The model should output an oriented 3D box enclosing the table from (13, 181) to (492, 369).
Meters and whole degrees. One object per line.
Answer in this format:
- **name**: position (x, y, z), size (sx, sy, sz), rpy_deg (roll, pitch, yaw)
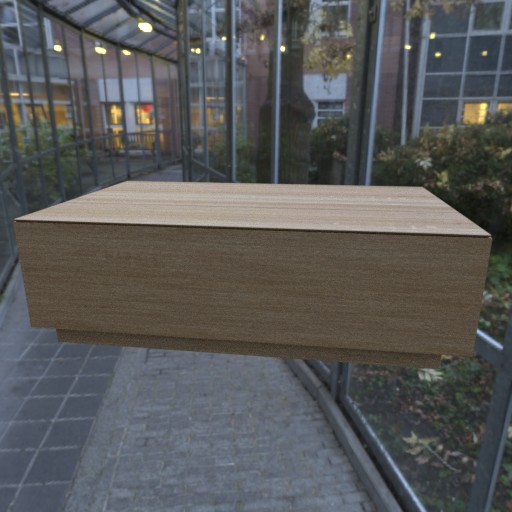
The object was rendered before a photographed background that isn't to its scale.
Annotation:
- **table**: position (0.000, 0.000, 1.388), size (1.110, 0.353, 0.678), rpy_deg (2, 18, 8)
